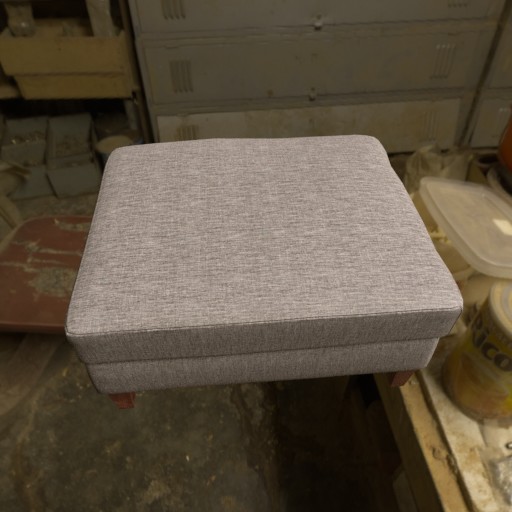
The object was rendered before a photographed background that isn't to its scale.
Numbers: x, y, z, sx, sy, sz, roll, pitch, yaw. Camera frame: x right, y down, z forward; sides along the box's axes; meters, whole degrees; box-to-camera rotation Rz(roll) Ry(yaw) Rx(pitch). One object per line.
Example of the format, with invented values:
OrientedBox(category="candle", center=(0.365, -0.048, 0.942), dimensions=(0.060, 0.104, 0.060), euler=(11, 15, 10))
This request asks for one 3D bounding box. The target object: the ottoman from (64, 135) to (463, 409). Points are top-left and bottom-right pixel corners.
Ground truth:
OrientedBox(category="ottoman", center=(0.000, 0.000, 1.483), dimensions=(0.994, 0.492, 0.839), euler=(-4, 46, -4))
